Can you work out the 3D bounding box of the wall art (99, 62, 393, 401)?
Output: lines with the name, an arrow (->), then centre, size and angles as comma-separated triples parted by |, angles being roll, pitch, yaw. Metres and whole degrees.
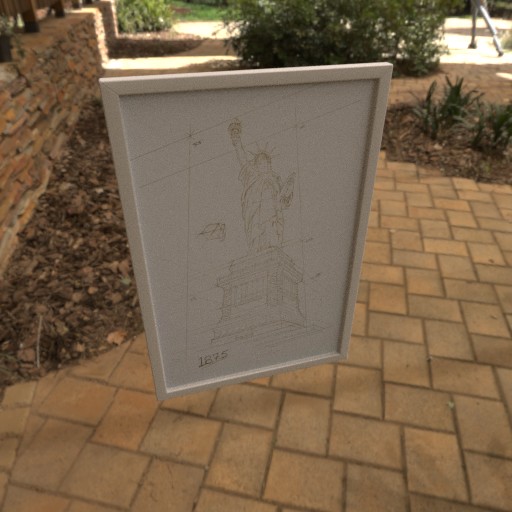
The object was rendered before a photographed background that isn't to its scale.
wall art -> 0.000, 0.000, 1.037 | 0.556, 0.813, 0.026 | -9, 34, -14
